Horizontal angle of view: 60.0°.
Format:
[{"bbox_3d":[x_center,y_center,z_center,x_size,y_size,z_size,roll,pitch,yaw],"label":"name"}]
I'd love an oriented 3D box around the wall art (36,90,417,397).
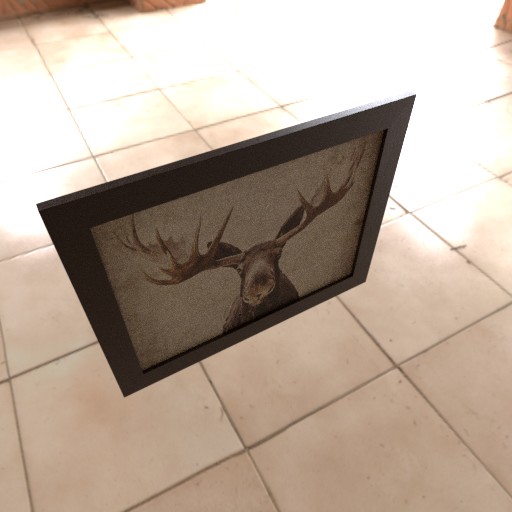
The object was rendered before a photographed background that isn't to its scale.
[{"bbox_3d":[0.000,0.000,1.611,1.207,0.952,0.034,-22,50,-20],"label":"wall art"}]
